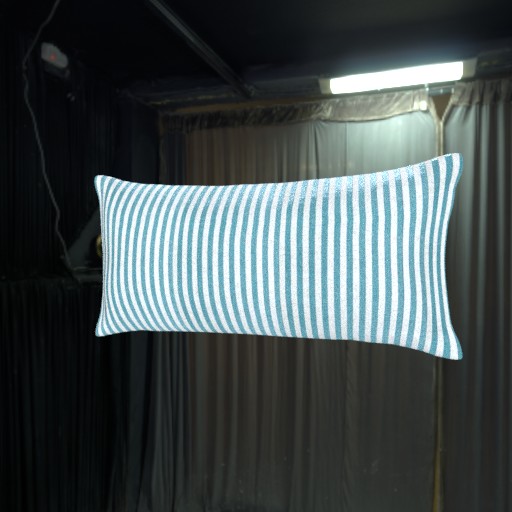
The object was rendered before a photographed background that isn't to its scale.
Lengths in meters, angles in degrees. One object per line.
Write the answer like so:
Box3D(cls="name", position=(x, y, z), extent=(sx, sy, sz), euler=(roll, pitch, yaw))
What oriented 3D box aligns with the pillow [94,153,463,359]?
Box3D(cls="pillow", position=(0.000, 0.000, 0.722), extent=(0.617, 0.295, 0.151), euler=(0, 0, 17))
